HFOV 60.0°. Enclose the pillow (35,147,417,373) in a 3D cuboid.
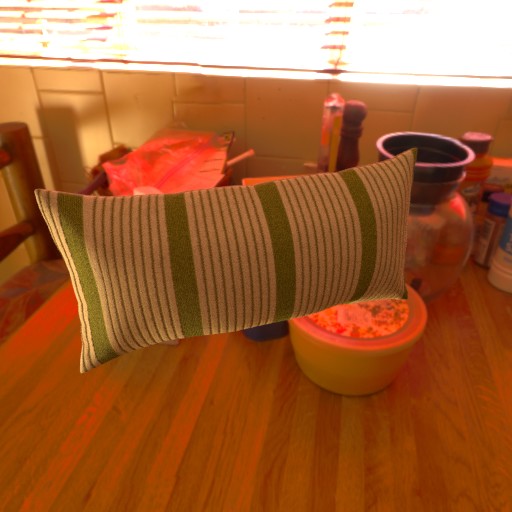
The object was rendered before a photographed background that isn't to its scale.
[{"bbox_3d":[0.000,0.000,0.729,0.608,0.292,0.156,-10,33,-16],"label":"pillow"}]
